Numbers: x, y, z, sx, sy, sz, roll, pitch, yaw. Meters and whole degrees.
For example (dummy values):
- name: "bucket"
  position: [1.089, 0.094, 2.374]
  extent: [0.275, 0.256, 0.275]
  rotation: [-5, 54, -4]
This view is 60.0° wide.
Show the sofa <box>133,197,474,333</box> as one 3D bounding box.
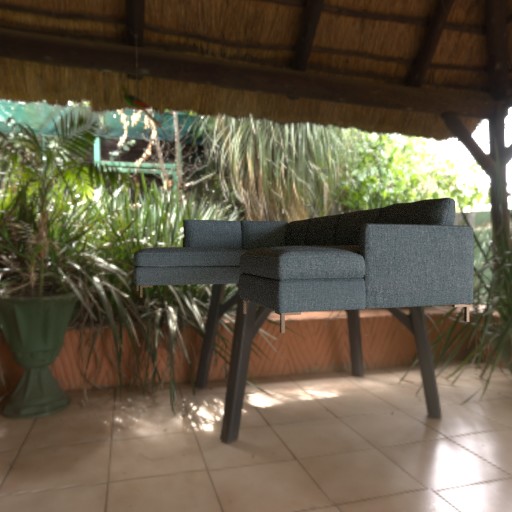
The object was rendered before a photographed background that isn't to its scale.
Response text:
- name: "sofa"
  position: [0.000, 0.000, 3.616]
  extent: [1.879, 0.753, 2.737]
  rotation: [0, 1, -17]
